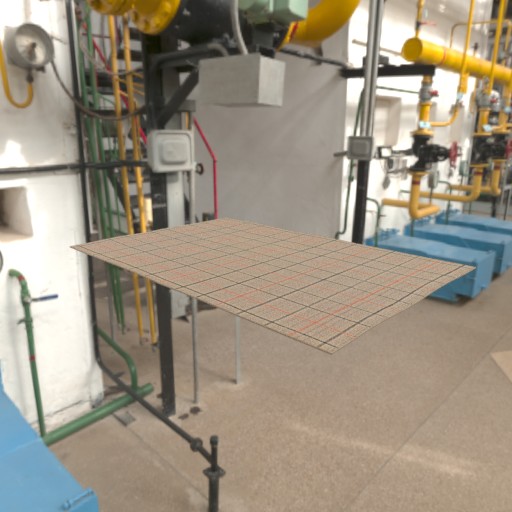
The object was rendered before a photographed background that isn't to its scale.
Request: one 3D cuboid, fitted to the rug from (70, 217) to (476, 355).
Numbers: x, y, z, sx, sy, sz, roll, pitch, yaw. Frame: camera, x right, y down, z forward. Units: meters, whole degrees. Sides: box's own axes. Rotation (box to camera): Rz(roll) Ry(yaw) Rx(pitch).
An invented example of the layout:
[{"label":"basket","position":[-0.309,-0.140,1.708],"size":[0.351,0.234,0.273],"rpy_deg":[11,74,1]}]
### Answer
[{"label":"rug","position":[0.000,0.000,2.372],"size":[1.829,0.013,1.220],"rpy_deg":[15,22,42]}]
